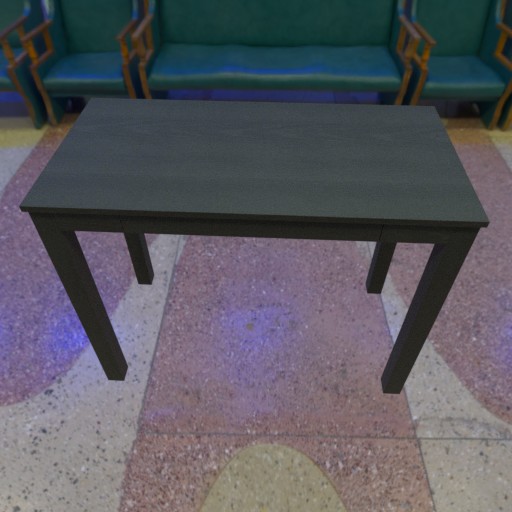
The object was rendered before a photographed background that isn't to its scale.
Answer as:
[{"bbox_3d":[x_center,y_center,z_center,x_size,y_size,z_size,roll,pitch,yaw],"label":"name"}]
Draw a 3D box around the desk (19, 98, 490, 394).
[{"bbox_3d":[0.000,0.000,1.377,0.991,0.762,0.499,2,46,2],"label":"desk"}]
